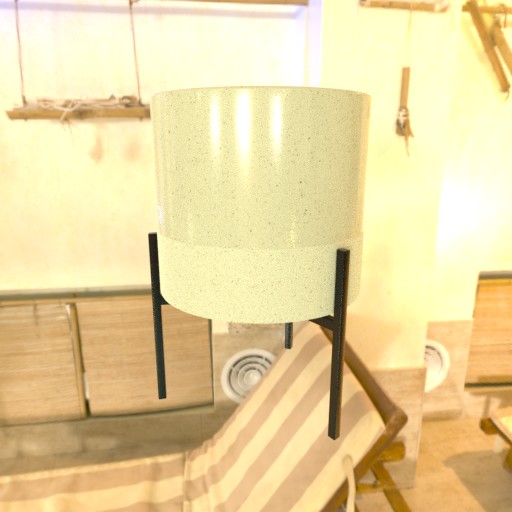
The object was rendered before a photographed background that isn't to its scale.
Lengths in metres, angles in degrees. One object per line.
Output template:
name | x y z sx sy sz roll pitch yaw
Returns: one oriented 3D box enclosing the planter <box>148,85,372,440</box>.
planter | 0.000 0.000 0.340 0.159 0.230 0.152 -2 15 -9
